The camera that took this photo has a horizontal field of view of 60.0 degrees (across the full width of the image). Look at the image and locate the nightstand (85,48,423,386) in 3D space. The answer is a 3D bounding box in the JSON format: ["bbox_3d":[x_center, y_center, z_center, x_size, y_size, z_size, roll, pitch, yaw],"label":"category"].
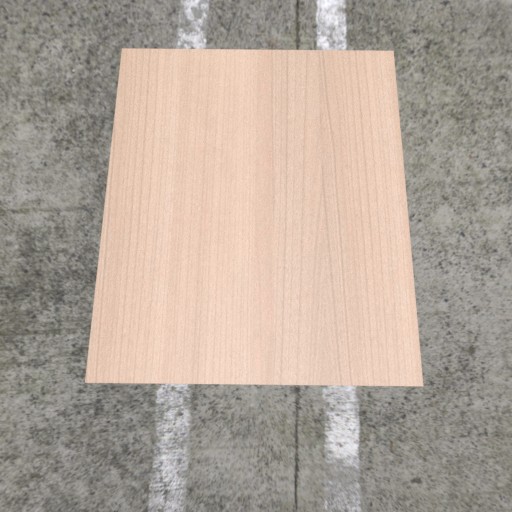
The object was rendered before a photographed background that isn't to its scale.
[{"bbox_3d":[0.000,0.000,0.814,0.380,0.530,0.450,1,74,0],"label":"nightstand"}]
